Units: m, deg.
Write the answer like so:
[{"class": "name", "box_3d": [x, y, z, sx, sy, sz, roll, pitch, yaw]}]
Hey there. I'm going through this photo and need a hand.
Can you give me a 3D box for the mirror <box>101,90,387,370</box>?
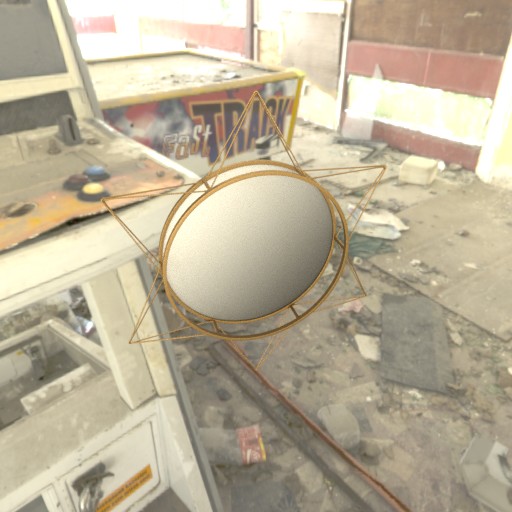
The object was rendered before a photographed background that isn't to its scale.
[{"class": "mirror", "box_3d": [0.000, 0.000, 0.816, 0.498, 0.581, 0.062, -9, 32, -15]}]
